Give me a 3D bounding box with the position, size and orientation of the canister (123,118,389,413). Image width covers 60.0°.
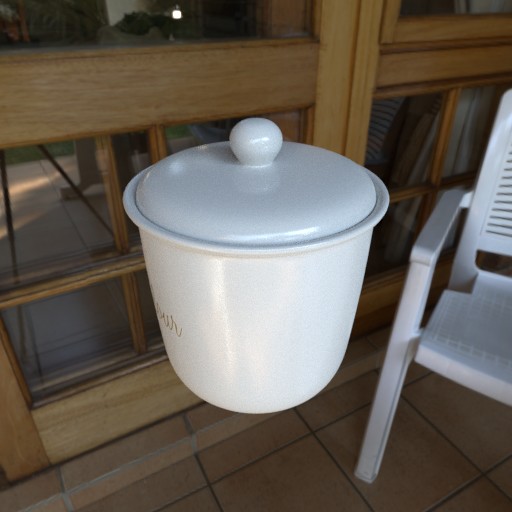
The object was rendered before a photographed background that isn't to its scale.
[{"bbox_3d":[0.000,0.000,0.342,0.182,0.208,0.182,0,31,0],"label":"canister"}]
